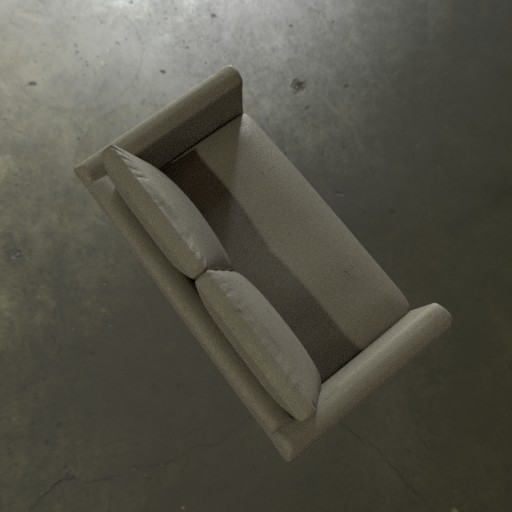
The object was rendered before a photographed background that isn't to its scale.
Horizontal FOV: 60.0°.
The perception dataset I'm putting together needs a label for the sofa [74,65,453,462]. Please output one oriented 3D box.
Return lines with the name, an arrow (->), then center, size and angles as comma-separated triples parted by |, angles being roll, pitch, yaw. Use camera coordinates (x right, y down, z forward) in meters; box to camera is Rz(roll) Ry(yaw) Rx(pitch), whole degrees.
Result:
sofa -> 0.000, 0.000, 2.169 | 0.899, 0.873, 1.598 | -37, 80, -8
